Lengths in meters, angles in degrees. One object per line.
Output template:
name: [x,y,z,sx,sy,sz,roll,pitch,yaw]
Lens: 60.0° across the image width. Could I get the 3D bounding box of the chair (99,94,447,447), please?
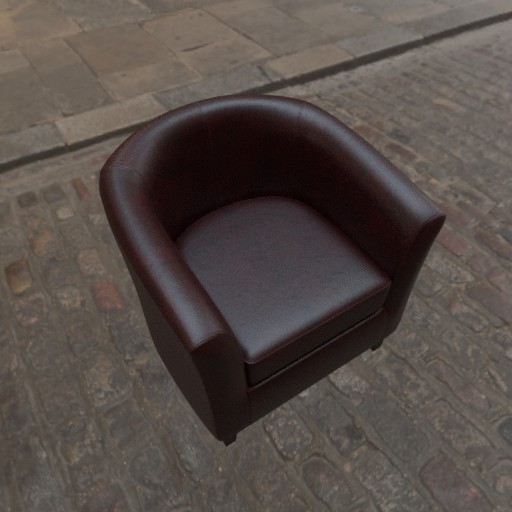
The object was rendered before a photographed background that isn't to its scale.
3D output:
chair: [0.000,0.000,1.415,0.792,0.756,0.727,-25,51,-22]
